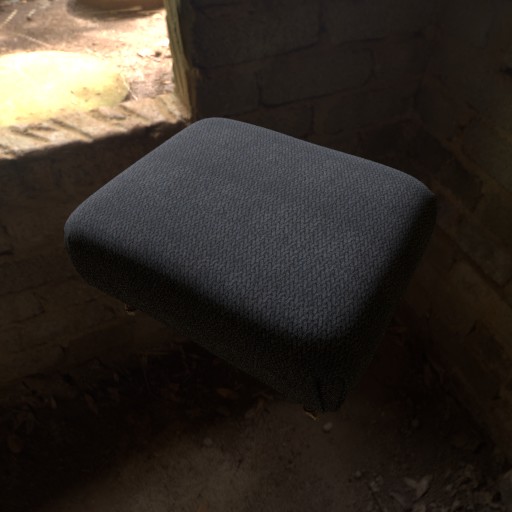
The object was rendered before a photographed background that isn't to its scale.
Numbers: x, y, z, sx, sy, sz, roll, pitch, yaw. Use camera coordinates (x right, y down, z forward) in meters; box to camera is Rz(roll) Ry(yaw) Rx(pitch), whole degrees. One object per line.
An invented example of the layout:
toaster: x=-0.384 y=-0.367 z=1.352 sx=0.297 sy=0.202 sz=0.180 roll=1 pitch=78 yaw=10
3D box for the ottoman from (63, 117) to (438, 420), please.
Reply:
ottoman: x=0.000 y=0.000 z=1.150 sx=0.747 sy=0.450 sz=0.622 roll=24 pitch=51 yaw=21
